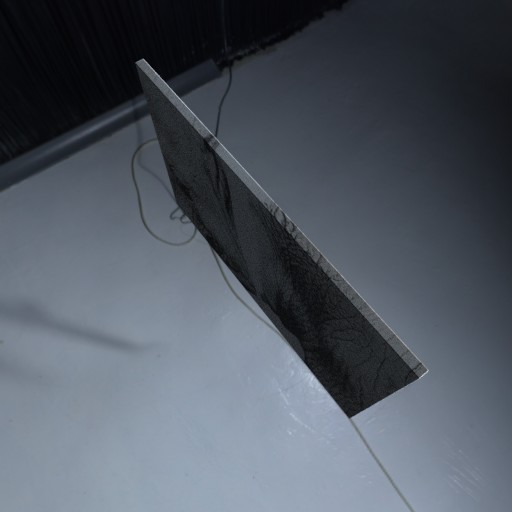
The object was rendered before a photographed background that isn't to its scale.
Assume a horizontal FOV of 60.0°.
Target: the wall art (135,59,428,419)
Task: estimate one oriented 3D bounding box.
[{"bbox_3d":[0.000,0.000,1.159,0.023,0.607,0.914,-34,69,-15],"label":"wall art"}]
